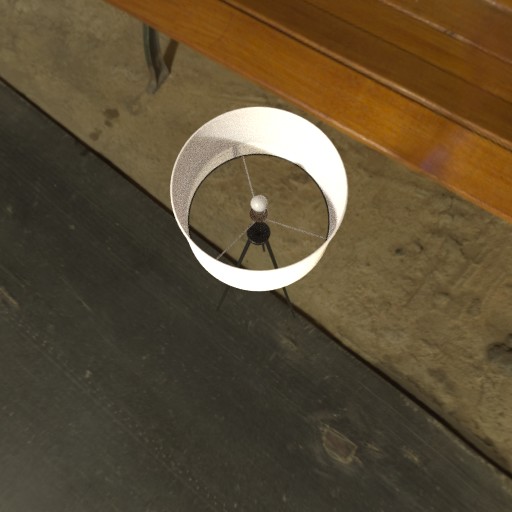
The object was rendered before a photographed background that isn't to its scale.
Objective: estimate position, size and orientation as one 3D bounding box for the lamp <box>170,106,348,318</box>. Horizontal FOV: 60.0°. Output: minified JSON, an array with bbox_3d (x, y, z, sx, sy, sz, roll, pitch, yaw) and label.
[{"bbox_3d":[0.000,0.000,1.769,0.448,1.545,0.458,1,76,0],"label":"lamp"}]
